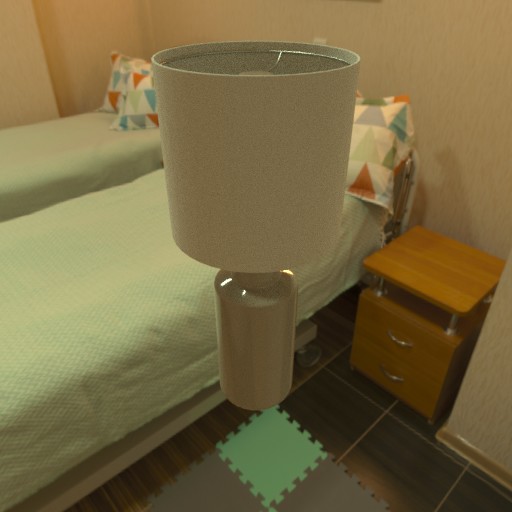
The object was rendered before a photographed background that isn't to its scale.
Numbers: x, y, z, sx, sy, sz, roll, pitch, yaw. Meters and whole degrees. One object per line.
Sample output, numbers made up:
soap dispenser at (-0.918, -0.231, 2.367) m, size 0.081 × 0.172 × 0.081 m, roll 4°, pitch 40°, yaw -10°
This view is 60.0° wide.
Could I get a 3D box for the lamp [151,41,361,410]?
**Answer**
lamp at (0.000, 0.000, 0.590) m, size 0.212 × 0.493 × 0.212 m, roll 10°, pitch 34°, yaw 15°
